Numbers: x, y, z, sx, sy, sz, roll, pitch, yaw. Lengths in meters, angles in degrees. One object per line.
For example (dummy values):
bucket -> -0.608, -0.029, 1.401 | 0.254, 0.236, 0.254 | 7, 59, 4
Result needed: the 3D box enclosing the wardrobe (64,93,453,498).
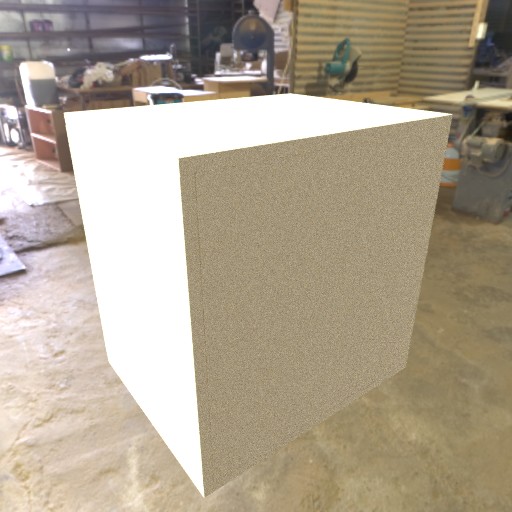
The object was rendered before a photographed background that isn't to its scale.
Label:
wardrobe -> 0.000, 0.000, 0.841 | 0.500, 0.520, 0.400 | -18, 31, -33
